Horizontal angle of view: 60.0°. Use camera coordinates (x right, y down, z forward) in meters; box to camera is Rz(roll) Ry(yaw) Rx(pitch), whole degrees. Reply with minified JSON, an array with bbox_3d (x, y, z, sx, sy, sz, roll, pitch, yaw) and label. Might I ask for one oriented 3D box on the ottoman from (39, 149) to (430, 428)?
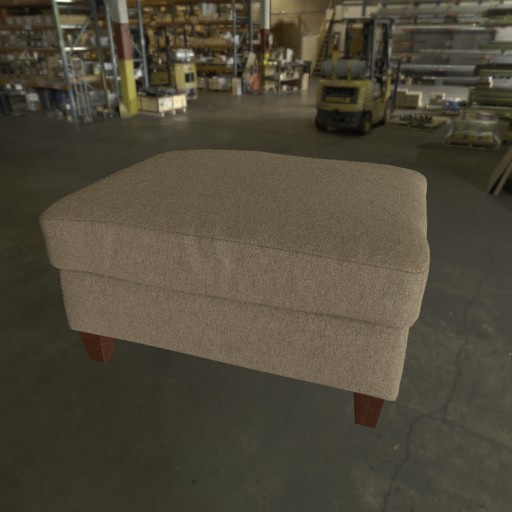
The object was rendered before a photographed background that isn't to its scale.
[{"bbox_3d":[0.000,0.000,1.283,0.889,0.511,0.692,8,27,17],"label":"ottoman"}]
